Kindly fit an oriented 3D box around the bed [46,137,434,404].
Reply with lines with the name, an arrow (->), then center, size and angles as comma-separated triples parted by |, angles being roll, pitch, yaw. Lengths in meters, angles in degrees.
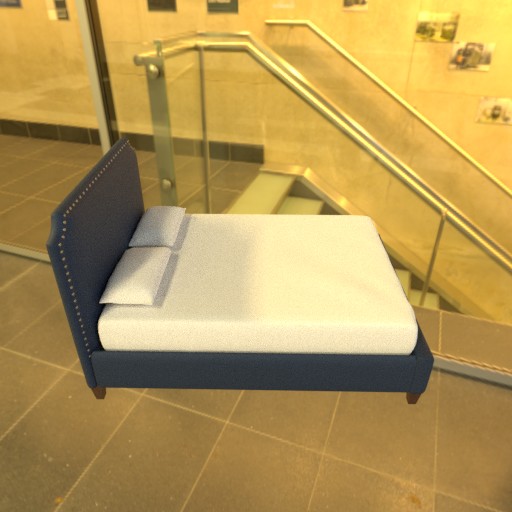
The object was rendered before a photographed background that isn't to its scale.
bed -> 0.000, 0.000, 3.474 | 2.372, 1.443, 1.712 | 1, 32, 1
